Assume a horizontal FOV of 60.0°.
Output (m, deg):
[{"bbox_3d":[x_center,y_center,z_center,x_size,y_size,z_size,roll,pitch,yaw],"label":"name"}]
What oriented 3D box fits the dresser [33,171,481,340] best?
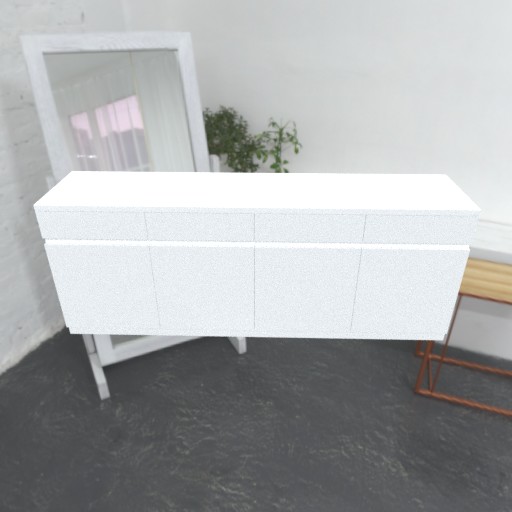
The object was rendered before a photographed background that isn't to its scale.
[{"bbox_3d":[0.000,0.000,2.603,2.200,0.840,0.500,1,30,1],"label":"dresser"}]
